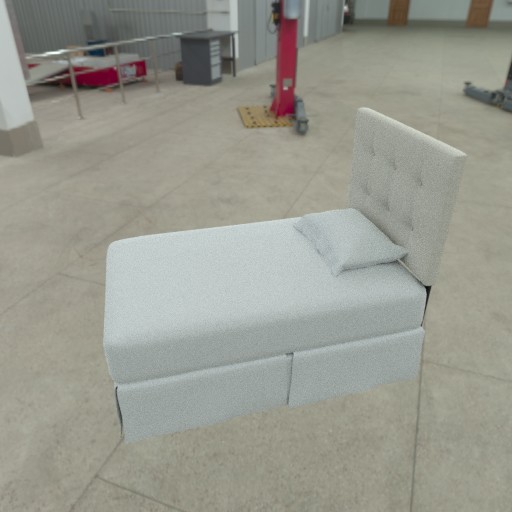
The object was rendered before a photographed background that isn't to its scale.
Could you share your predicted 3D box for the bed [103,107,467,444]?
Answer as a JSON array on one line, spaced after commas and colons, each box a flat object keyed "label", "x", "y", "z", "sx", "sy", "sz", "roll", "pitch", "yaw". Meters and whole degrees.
[{"label": "bed", "x": 0.000, "y": 0.000, "z": 2.925, "sx": 1.997, "sy": 1.571, "sz": 1.261, "roll": -8, "pitch": 32, "yaw": -13}]
